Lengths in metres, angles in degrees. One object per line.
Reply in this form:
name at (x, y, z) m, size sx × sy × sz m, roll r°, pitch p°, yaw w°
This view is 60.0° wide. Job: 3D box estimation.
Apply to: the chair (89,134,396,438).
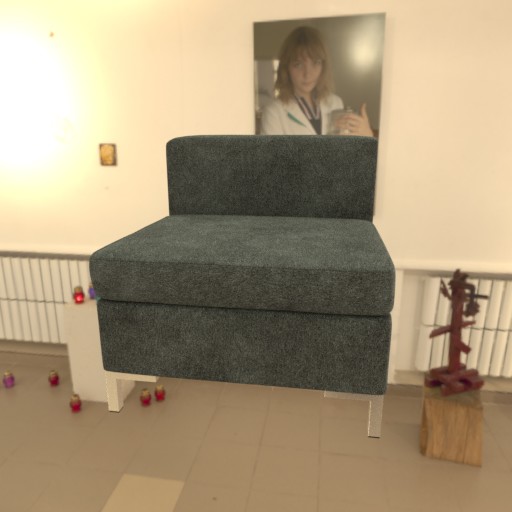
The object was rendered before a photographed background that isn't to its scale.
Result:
chair at (0.000, 0.000, 1.248) m, size 0.680 × 0.660 × 0.680 m, roll 2°, pitch 15°, yaw 9°
